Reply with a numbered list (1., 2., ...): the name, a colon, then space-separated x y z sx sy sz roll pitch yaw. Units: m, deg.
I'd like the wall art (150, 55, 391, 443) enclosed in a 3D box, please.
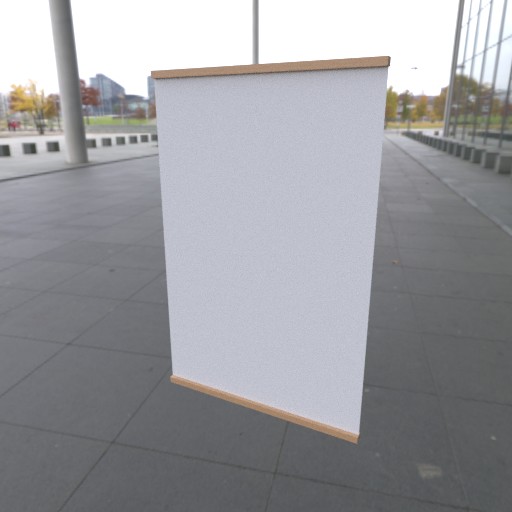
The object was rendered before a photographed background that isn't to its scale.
1. wall art: 0.000 0.000 0.766 0.401 0.611 0.016 9 19 27
